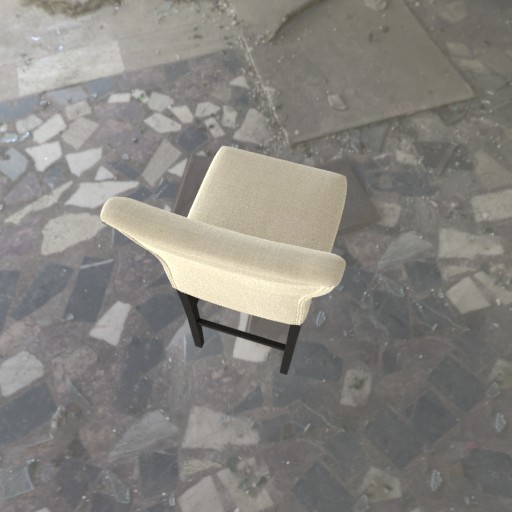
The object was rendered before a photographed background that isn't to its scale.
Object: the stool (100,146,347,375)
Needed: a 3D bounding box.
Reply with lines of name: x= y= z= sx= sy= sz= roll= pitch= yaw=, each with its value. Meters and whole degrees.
stool: x=0.000 y=0.000 z=1.483 sx=0.516 sy=1.124 sz=0.603 roll=16 pitch=64 yaw=8
